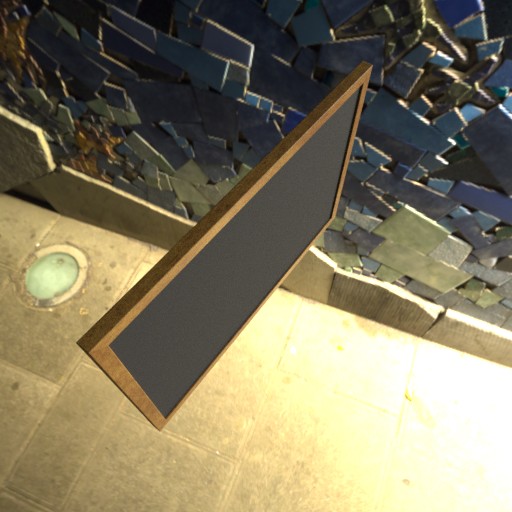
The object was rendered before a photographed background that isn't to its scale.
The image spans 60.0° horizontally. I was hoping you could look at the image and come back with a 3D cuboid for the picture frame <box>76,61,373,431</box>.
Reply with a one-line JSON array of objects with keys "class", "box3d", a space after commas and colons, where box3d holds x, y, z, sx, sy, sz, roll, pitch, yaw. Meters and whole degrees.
[{"class": "picture frame", "box3d": [0.000, 0.000, 1.162, 0.029, 0.621, 0.922, 32, 63, 19]}]
